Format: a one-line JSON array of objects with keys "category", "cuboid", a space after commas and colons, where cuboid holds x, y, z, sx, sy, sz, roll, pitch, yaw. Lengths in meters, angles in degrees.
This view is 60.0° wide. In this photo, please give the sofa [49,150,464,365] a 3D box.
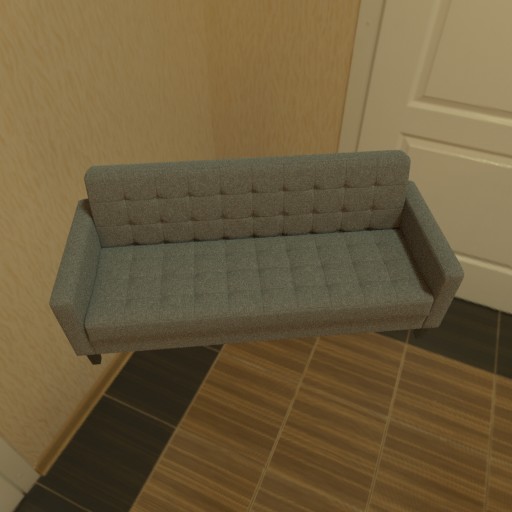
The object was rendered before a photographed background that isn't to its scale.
[{"category": "sofa", "cuboid": [0.000, 0.000, 2.513, 2.040, 0.850, 0.810, -4, 46, -4]}]
